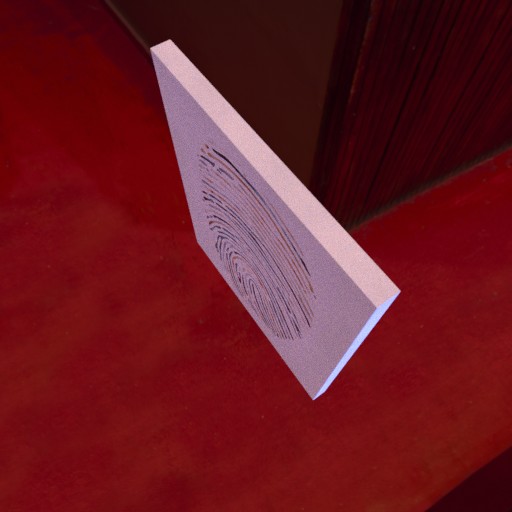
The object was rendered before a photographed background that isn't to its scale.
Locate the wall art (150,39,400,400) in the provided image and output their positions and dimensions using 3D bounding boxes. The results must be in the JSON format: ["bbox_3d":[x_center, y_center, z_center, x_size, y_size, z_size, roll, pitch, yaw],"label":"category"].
[{"bbox_3d":[0.000,0.000,0.849,0.037,0.606,0.508,-32,67,-15],"label":"wall art"}]
